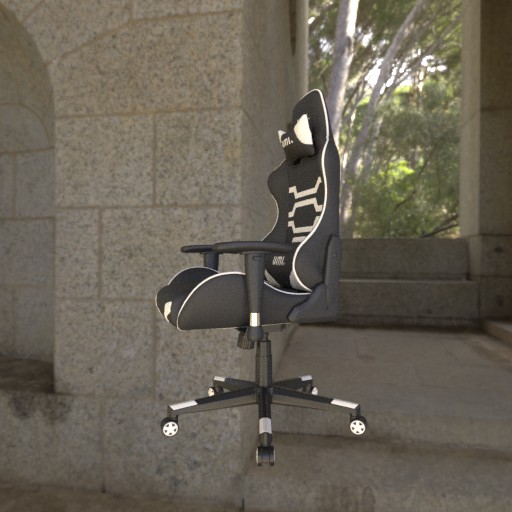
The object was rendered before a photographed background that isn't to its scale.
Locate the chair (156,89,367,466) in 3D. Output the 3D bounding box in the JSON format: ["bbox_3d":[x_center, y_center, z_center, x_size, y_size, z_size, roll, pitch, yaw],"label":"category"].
[{"bbox_3d":[0.000,0.000,1.638,0.700,1.240,0.700,0,0,-19],"label":"chair"}]
